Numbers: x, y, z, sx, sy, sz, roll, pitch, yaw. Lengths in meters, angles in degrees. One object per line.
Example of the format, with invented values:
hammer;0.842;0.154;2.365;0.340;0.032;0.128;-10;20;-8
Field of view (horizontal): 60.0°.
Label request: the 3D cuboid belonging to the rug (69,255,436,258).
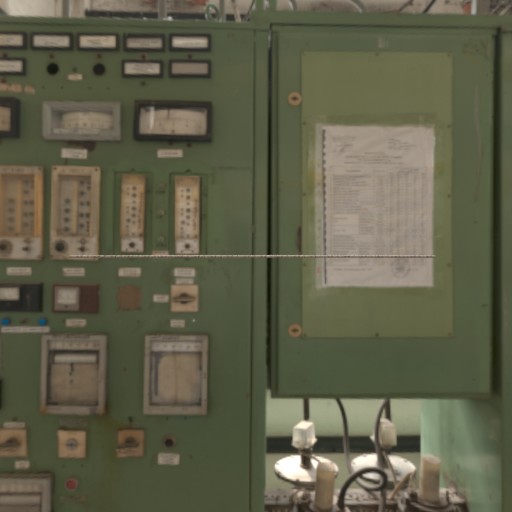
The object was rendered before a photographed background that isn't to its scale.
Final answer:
rug;0.000;0.000;3.078;1.549;0.010;2.464;0;0;1
